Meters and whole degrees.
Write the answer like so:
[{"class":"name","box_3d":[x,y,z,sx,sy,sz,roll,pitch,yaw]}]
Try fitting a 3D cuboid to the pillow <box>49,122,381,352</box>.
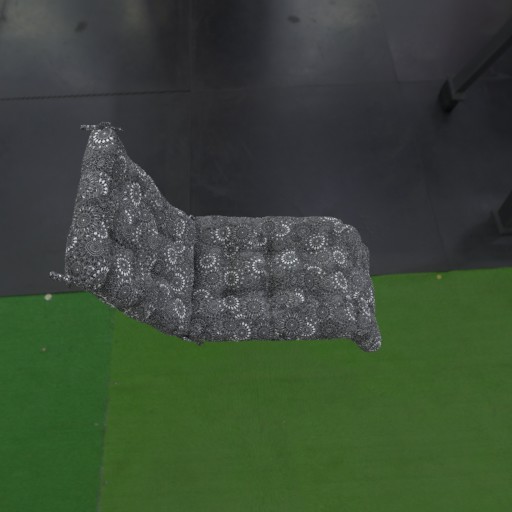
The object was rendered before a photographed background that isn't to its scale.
[{"class":"pillow","box_3d":[0.000,0.000,1.548,1.016,0.863,0.526,-1,64,0]}]
